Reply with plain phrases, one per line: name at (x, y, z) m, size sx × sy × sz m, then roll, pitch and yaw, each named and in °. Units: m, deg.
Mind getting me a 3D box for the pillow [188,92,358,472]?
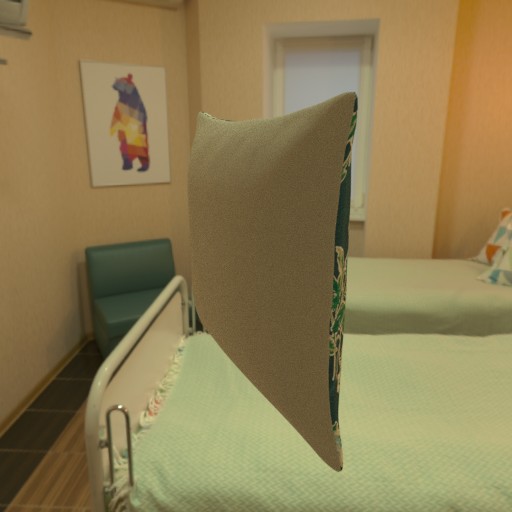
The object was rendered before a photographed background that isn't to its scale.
pillow at (0.000, 0.000, 0.783) m, size 0.166 × 0.508 × 0.525 m, roll -7°, pitch 17°, yaw -25°
